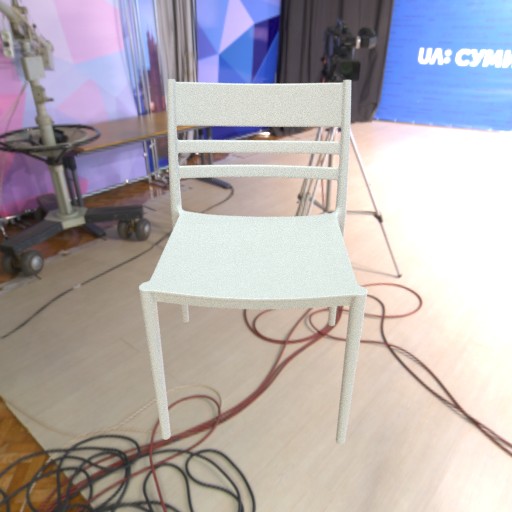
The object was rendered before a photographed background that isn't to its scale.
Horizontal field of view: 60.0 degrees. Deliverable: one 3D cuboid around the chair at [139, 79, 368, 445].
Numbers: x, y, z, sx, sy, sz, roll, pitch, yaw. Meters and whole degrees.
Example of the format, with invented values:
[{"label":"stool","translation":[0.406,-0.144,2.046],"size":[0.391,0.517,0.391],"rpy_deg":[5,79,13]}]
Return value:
[{"label":"chair","translation":[0.000,0.000,1.147],"size":[0.531,0.800,0.511],"rpy_deg":[1,30,2]}]
